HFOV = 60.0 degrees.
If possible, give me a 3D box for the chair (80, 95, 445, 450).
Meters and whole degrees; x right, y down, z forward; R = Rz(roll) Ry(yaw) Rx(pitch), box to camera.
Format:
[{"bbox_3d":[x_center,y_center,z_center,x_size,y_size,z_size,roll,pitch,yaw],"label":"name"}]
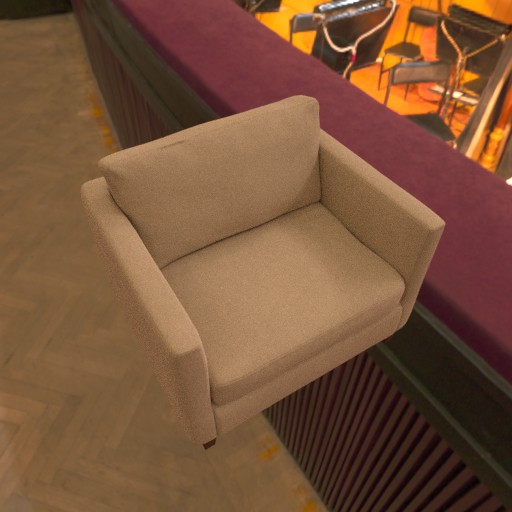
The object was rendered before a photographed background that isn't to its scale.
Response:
[{"bbox_3d":[0.000,0.000,1.856,1.107,0.961,0.959,-24,51,-21],"label":"chair"}]
